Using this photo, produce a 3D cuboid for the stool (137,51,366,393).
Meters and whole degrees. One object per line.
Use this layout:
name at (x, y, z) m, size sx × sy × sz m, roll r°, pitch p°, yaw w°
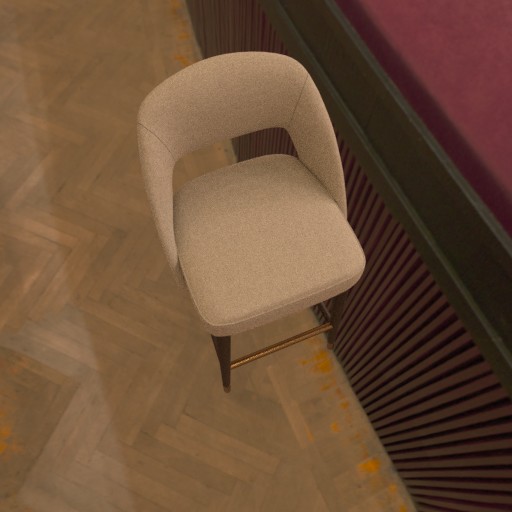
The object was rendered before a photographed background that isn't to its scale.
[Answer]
stool at (0.000, 0.000, 1.329) m, size 0.494 × 1.037 × 0.509 m, roll -20°, pitch 66°, yaw -9°
